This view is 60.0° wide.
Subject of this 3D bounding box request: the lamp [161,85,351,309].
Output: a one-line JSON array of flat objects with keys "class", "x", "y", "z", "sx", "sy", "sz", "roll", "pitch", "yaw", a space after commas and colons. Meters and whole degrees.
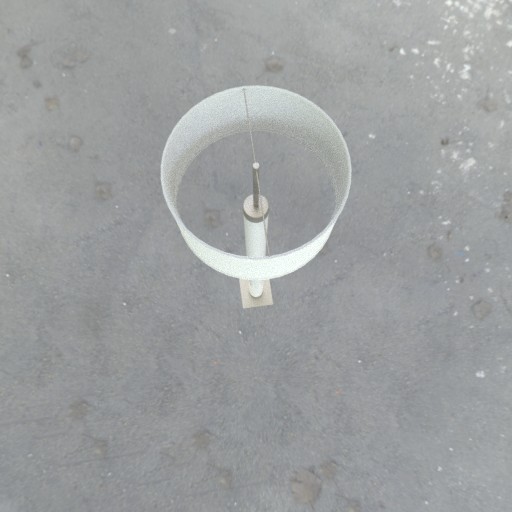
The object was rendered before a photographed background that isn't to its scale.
[{"class": "lamp", "x": 0.000, "y": 0.000, "z": 1.672, "sx": 0.420, "sy": 1.475, "sz": 0.420, "roll": -8, "pitch": 75, "yaw": -2}]
